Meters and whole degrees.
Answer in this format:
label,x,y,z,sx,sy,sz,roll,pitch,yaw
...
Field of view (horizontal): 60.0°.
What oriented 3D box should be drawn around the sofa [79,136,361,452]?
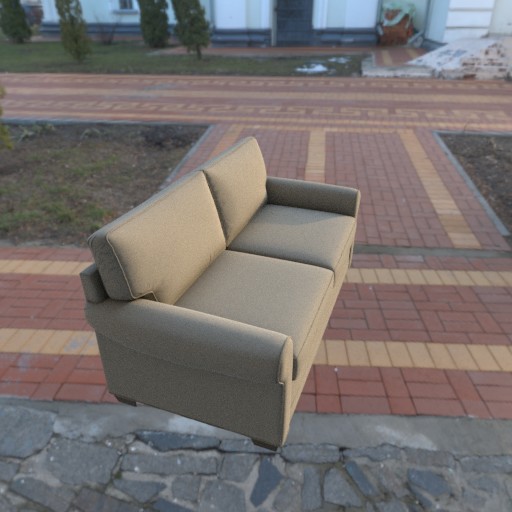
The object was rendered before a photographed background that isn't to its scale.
label,x,y,z,sx,sy,sz,roll,pitch,yaw
sofa,0.000,0.000,2.553,0.940,0.952,1.930,10,31,18
